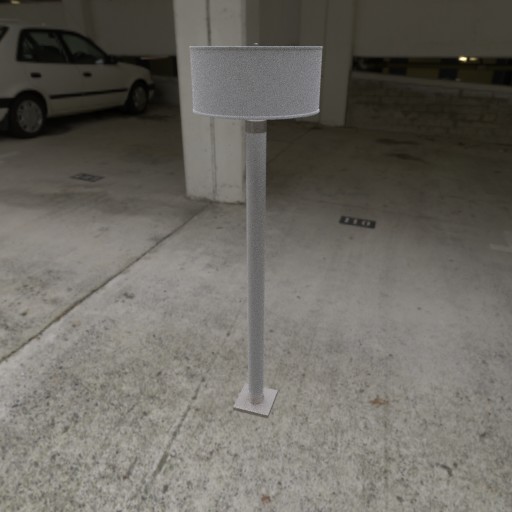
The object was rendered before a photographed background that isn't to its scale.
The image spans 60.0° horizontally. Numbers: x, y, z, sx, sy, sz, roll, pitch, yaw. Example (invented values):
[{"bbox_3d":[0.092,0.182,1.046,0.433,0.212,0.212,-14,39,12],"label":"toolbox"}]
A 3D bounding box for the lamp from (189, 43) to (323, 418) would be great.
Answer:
[{"bbox_3d":[0.000,0.000,1.708,0.420,1.475,0.420,8,26,16],"label":"lamp"}]
